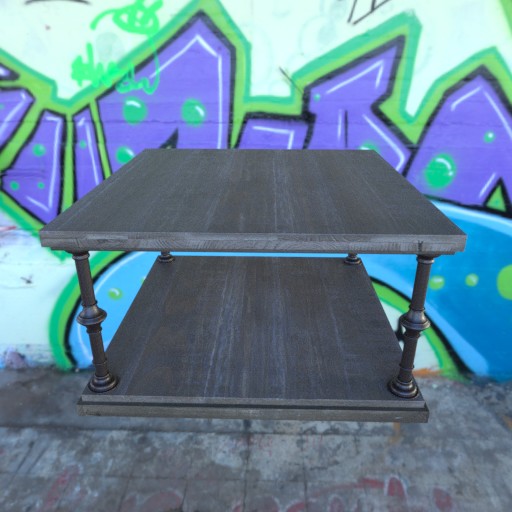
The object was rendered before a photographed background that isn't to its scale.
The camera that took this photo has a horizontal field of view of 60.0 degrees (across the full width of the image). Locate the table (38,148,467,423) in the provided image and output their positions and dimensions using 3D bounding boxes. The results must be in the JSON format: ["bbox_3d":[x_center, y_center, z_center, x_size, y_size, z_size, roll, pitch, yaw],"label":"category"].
[{"bbox_3d":[0.000,0.000,1.117,0.696,0.400,0.696,1,25,1],"label":"table"}]
